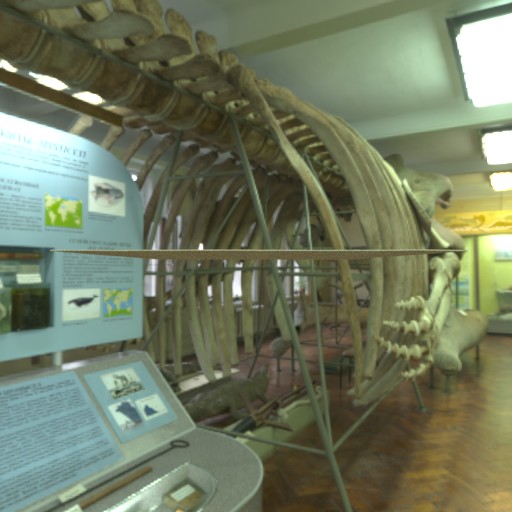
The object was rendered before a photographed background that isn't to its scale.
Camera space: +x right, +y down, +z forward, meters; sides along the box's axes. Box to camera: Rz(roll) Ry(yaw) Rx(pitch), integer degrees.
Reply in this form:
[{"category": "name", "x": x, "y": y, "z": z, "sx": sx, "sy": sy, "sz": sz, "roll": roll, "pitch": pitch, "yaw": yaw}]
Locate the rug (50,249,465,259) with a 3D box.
[{"category": "rug", "x": 0.000, "y": 0.000, "z": 4.125, "sx": 2.448, "sy": 0.021, "sz": 3.051, "roll": 0, "pitch": -1, "yaw": -1}]
